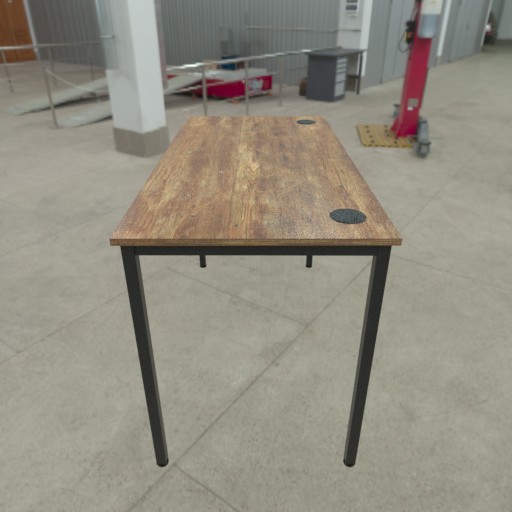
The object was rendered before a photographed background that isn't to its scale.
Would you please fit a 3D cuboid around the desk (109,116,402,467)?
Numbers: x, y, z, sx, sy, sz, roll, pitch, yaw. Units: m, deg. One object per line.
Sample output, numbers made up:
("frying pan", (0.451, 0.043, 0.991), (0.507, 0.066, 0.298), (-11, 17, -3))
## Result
("desk", (0.000, 0.000, 1.611), (0.600, 0.749, 1.200), (0, 29, 0))
